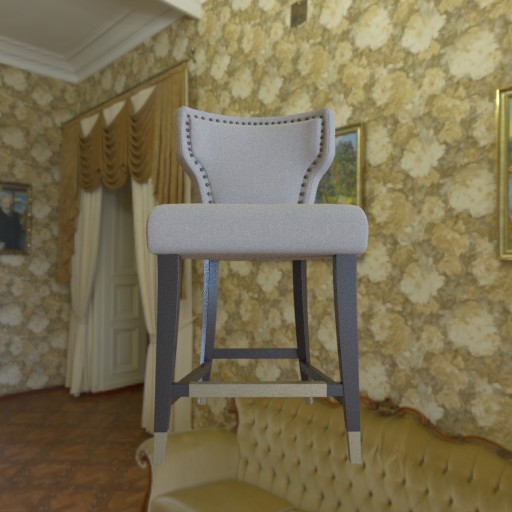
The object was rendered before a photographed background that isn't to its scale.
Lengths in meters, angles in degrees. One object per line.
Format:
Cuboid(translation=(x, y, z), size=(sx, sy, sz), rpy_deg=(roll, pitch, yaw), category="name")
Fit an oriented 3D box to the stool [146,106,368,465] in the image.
Cuboid(translation=(0.000, 0.000, 1.290), size=(0.527, 0.982, 0.563), rpy_deg=(0, -1, -1), category="stool")
